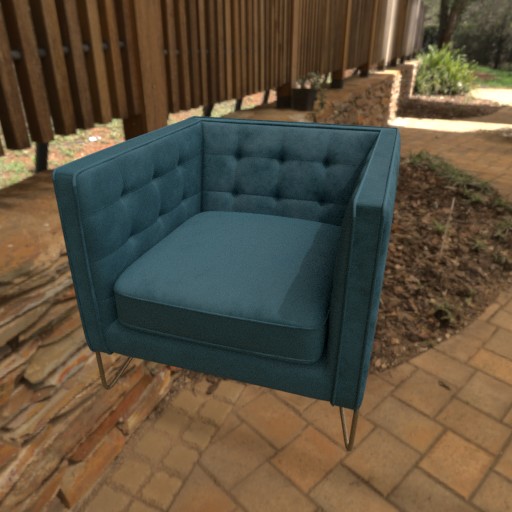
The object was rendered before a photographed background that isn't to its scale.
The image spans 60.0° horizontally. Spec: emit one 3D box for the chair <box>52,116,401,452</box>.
[{"bbox_3d":[0.000,0.000,1.568,0.880,0.790,0.894,8,28,16],"label":"chair"}]
